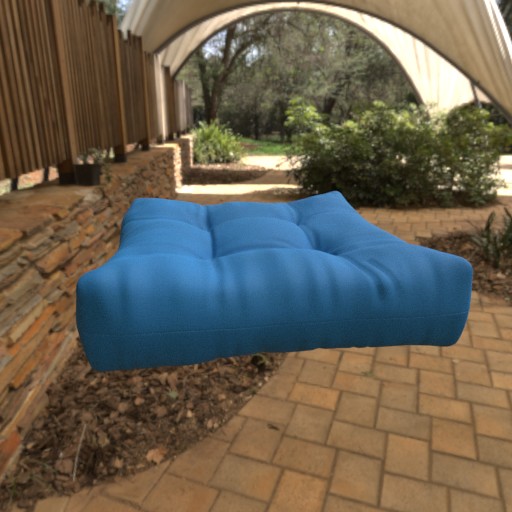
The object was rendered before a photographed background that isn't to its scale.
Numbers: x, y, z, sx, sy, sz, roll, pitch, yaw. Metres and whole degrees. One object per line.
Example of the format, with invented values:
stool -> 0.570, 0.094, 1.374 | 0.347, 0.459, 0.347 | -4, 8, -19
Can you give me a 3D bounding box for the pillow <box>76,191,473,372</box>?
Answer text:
pillow -> 0.000, 0.000, 0.717 | 0.468, 0.128, 0.490 | -3, 18, -8
